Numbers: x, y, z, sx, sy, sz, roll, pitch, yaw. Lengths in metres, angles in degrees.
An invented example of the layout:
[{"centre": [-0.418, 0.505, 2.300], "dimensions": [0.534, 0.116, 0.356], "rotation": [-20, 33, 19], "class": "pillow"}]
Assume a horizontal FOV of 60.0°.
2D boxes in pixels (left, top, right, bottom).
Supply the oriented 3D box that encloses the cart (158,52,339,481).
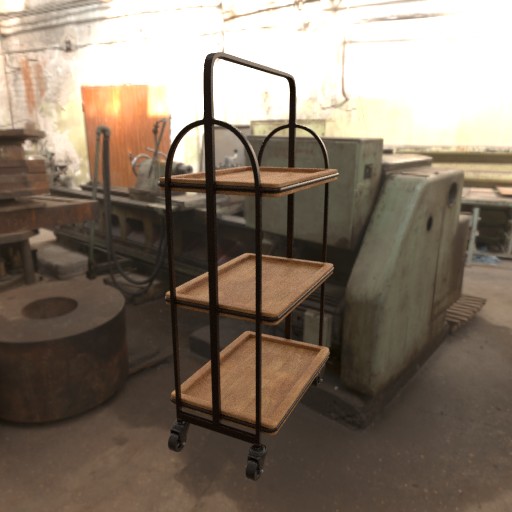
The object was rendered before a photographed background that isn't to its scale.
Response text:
[{"centre": [0.000, 0.000, 1.247], "dimensions": [0.327, 1.001, 0.553], "rotation": [7, 17, 25], "class": "cart"}]
